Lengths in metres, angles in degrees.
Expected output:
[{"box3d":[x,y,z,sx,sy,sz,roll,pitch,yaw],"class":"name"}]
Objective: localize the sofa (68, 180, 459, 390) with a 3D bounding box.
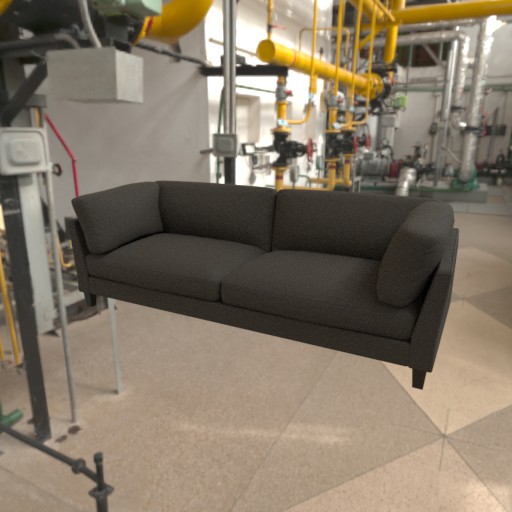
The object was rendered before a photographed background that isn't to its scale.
[{"box3d":[0.000,0.000,2.793,2.312,0.792,0.969,8,18,26],"class":"sofa"}]
